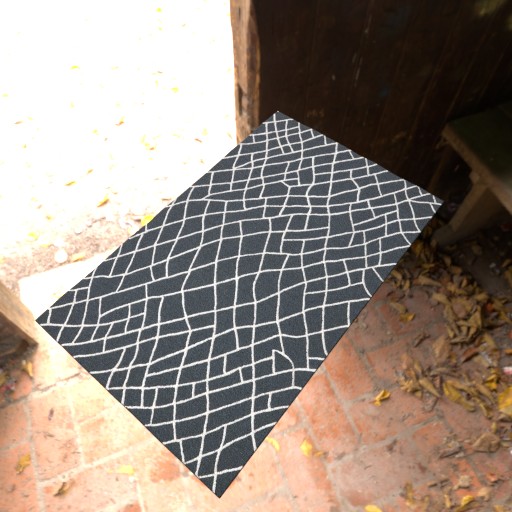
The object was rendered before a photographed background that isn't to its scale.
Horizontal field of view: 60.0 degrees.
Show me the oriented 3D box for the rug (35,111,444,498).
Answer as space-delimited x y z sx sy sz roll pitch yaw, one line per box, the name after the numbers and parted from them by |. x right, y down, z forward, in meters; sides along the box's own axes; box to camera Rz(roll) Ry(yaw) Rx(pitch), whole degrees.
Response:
0.000 0.000 2.971 1.529 0.017 2.448 35 65 19 | rug
